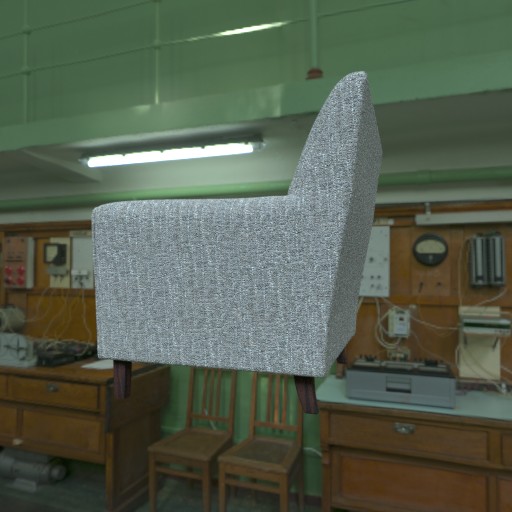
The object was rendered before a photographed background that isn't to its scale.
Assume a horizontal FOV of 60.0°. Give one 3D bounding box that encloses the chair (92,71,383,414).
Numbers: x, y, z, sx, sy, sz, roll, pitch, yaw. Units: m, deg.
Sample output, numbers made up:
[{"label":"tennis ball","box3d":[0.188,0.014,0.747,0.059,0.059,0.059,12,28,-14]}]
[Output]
[{"label":"chair","box3d":[0.000,0.000,1.646,0.873,0.928,0.864,0,-1,19]}]
